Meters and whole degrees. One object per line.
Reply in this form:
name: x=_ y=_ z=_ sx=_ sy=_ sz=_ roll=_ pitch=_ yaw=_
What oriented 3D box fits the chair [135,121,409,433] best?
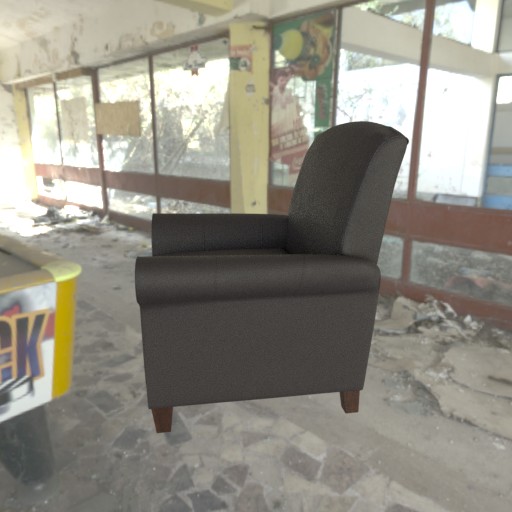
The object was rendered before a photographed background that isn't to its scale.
chair: x=0.000 y=0.000 z=1.818 sx=0.902 sy=1.061 sz=0.978 roll=-2 pitch=15 yaw=-9
